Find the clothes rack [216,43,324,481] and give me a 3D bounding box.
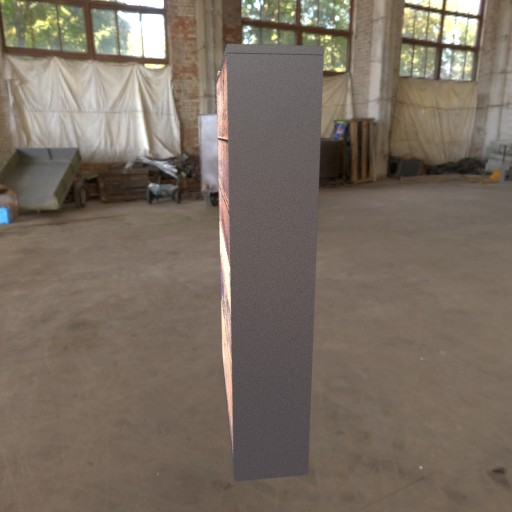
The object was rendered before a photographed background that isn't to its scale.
[{"bbox_3d":[0.000,0.000,1.615,0.250,1.280,0.750,-2,16,-7],"label":"clothes rack"}]
